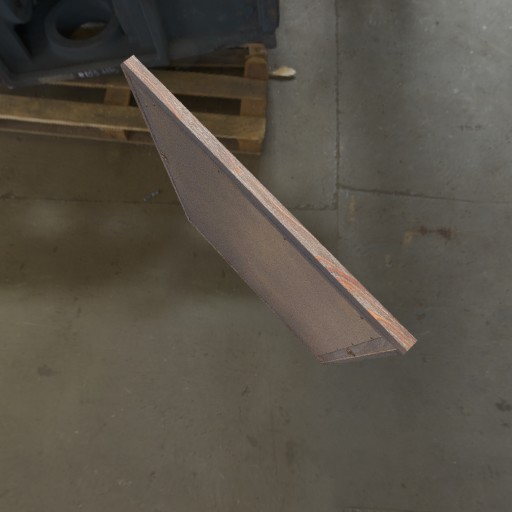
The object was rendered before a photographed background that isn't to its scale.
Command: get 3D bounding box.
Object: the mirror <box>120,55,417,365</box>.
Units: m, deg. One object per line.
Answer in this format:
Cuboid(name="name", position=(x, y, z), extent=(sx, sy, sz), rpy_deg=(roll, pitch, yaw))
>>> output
Cuboid(name="mirror", position=(0.000, 0.000, 1.202), extent=(0.032, 0.882, 0.730), rpy_deg=(-41, 79, -10))
